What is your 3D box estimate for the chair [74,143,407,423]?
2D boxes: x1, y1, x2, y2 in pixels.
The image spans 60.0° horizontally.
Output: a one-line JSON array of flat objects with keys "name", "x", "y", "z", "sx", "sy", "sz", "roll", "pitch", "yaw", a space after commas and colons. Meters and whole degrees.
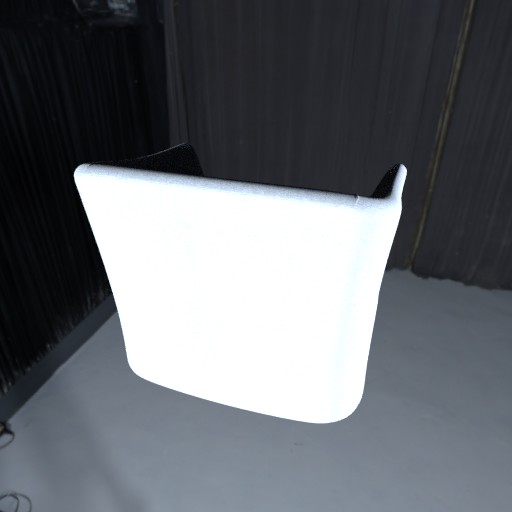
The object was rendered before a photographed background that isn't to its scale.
[{"name": "chair", "x": 0.000, "y": 0.000, "z": 1.342, "sx": 0.790, "sy": 0.720, "sz": 0.700, "roll": 9, "pitch": 32, "yaw": 15}]
